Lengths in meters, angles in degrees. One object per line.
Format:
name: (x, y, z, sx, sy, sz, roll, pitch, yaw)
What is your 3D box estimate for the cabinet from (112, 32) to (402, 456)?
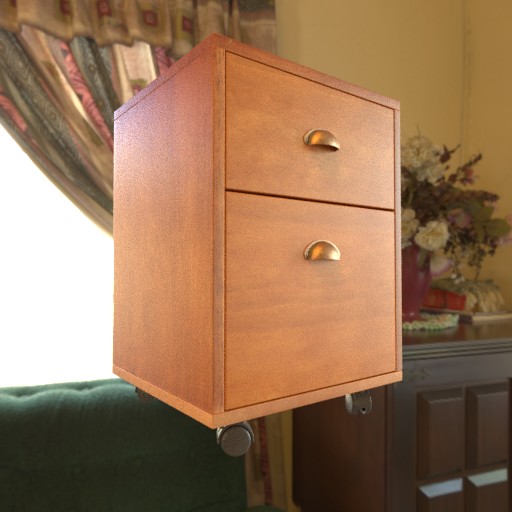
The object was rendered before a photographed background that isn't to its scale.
cabinet: (0.000, 0.000, 0.843, 0.409, 0.579, 0.401, 1, -2, -37)
